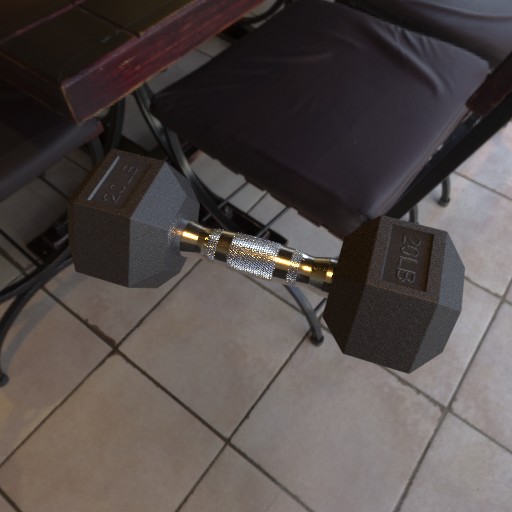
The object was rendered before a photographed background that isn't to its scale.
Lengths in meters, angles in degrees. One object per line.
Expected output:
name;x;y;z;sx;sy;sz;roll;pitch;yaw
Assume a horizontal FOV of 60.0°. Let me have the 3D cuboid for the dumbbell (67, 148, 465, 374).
dumbbell;0.000;0.000;0.322;0.272;0.092;0.106;16;58;10
